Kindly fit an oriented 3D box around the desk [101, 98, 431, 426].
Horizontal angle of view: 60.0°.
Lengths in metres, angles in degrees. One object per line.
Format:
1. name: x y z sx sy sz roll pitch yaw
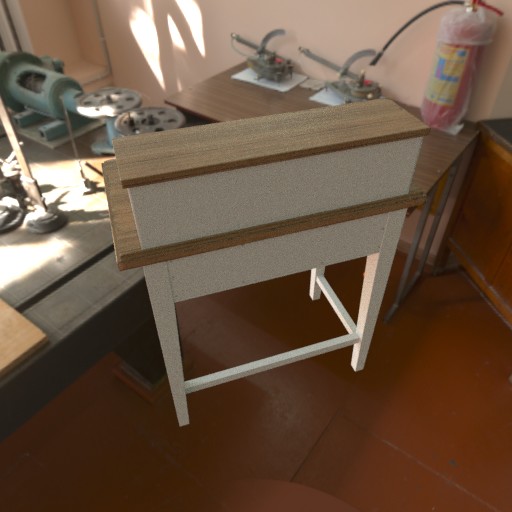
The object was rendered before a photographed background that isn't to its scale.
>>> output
1. desk: 0.000 0.000 1.442 0.814 0.981 0.462 -13 43 -14
